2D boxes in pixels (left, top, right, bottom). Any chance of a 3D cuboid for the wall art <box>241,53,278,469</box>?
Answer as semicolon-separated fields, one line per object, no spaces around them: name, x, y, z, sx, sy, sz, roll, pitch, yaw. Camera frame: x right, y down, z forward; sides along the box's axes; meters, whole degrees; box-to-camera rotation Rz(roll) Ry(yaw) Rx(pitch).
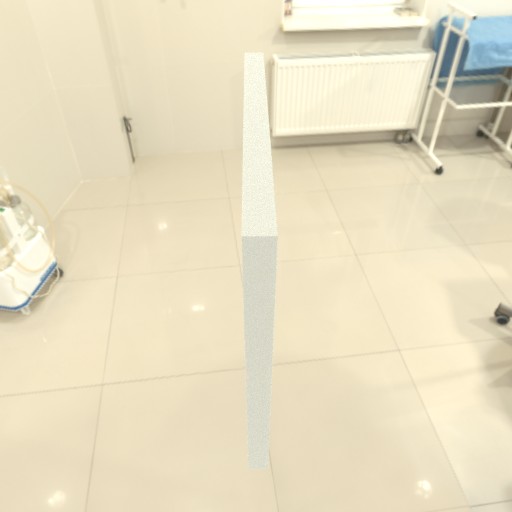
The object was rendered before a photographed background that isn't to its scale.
wall art;0.000;0.000;0.461;0.020;0.307;0.307;-1;42;-1
